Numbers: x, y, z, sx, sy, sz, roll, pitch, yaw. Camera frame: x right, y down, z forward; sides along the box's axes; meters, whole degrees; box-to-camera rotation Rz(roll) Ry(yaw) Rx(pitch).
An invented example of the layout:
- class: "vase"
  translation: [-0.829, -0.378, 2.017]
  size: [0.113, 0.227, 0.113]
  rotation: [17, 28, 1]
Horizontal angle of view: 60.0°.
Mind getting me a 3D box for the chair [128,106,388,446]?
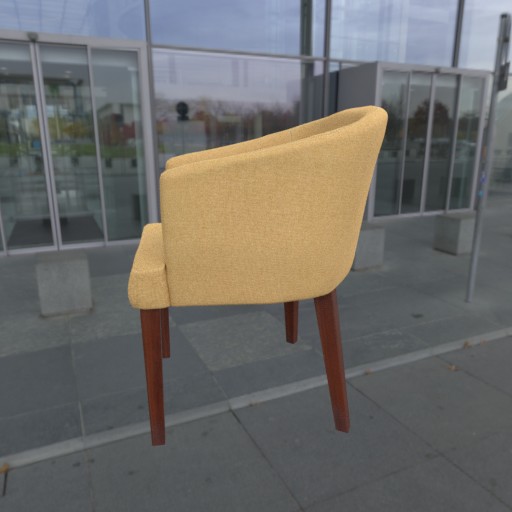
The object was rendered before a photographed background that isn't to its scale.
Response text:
- class: "chair"
  translation: [0.000, 0.000, 1.258]
  size: [0.655, 0.811, 0.583]
  rotation: [-3, 15, -9]
